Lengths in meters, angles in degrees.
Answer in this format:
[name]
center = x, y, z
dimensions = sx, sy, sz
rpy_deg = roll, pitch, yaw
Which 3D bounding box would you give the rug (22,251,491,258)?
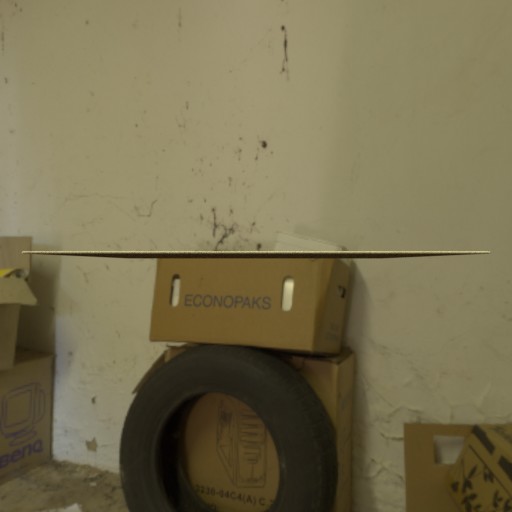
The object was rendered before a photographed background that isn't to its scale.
[rug]
center = 0.000, 0.000, 4.094
dimensions = 3.050, 0.015, 2.441
rpy_deg = 0, -1, 0
